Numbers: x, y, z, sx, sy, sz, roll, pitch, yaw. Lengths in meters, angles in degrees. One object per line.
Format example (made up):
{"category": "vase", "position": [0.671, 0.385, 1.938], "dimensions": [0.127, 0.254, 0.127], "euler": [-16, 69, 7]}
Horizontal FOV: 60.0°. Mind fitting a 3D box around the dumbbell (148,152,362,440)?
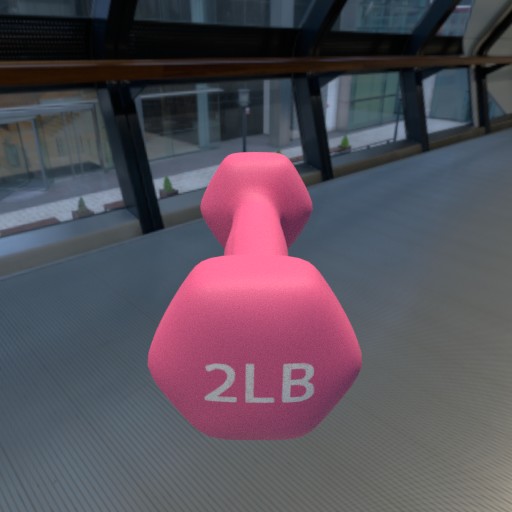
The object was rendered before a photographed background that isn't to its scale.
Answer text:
{"category": "dumbbell", "position": [0.000, 0.000, 0.175], "dimensions": [0.058, 0.053, 0.146], "euler": [0, 26, 1]}
